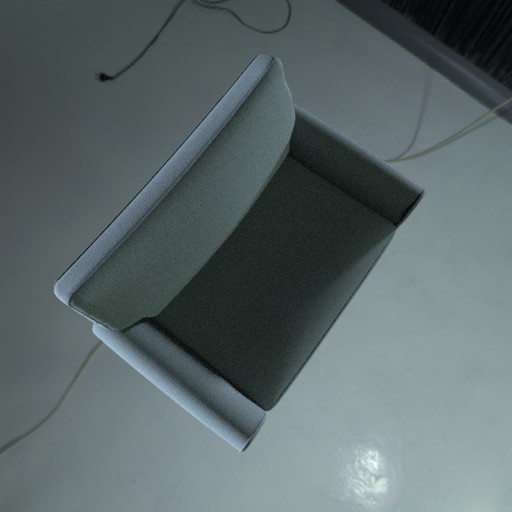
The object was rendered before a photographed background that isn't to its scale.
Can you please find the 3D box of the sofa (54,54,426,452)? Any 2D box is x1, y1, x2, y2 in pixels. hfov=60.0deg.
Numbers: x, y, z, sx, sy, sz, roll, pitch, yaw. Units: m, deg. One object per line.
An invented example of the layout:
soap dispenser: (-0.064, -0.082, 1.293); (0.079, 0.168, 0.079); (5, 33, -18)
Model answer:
sofa: (0.000, 0.000, 2.045); (0.940, 0.953, 1.410); (36, 78, 9)
